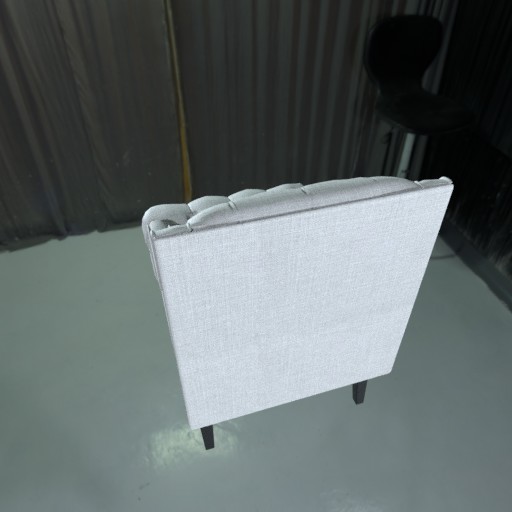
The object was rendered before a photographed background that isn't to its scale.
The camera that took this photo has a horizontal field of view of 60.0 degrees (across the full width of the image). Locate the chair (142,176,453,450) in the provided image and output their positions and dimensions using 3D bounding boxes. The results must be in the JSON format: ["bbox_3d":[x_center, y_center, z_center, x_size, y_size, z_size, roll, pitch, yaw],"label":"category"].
[{"bbox_3d":[0.000,0.000,1.409,0.658,0.891,0.772,-12,42,-13],"label":"chair"}]
